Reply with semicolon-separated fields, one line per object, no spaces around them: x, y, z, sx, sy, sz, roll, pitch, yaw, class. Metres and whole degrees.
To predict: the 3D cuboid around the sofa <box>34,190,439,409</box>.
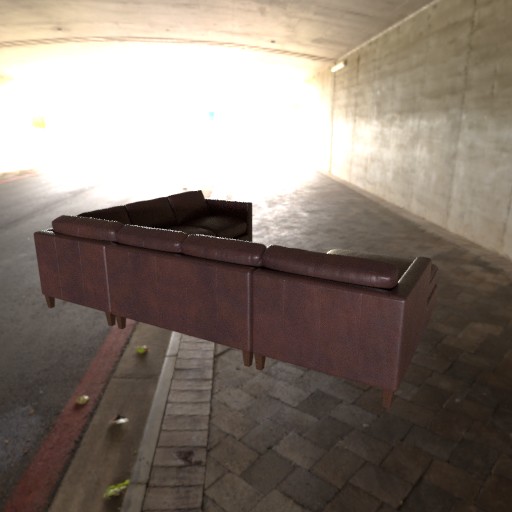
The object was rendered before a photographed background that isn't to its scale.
0.000;0.000;4.376;3.324;0.891;2.452;9;19;28;sofa
